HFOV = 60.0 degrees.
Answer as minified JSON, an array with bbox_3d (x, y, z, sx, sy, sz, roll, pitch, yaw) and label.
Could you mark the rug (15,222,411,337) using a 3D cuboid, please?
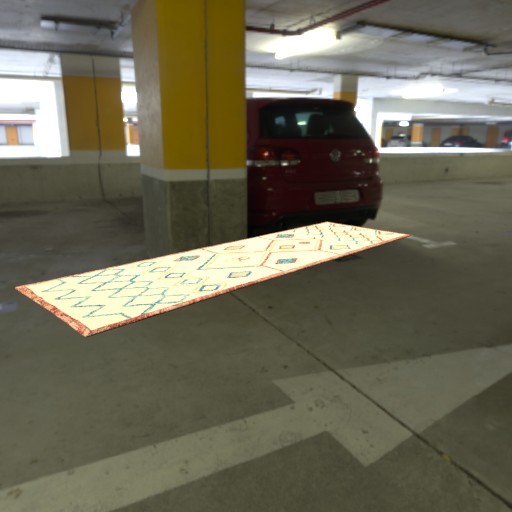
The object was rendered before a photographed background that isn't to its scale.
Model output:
[{"bbox_3d":[0.000,0.000,2.643,2.435,0.011,0.750,-14,20,-43],"label":"rug"}]
